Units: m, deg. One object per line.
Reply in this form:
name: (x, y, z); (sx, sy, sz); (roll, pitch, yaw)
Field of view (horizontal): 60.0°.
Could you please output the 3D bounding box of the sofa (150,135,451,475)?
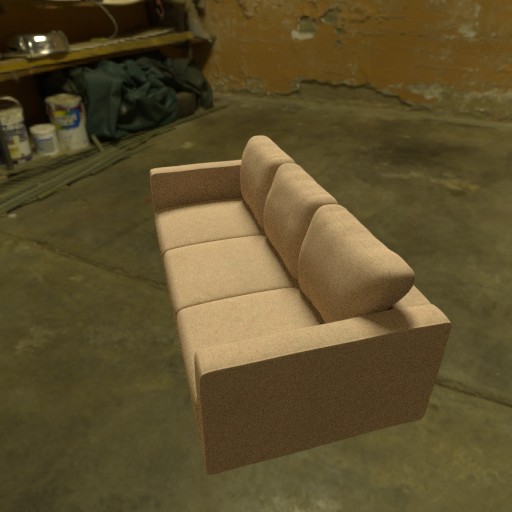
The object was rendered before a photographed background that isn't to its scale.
sofa: (0.000, 0.000, 2.315); (0.930, 0.800, 1.855); (-9, 33, -14)
